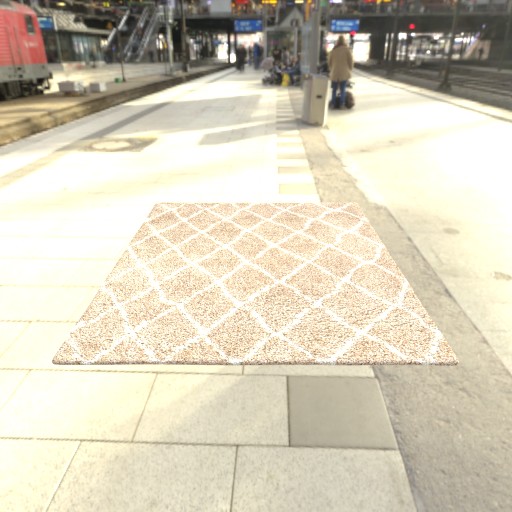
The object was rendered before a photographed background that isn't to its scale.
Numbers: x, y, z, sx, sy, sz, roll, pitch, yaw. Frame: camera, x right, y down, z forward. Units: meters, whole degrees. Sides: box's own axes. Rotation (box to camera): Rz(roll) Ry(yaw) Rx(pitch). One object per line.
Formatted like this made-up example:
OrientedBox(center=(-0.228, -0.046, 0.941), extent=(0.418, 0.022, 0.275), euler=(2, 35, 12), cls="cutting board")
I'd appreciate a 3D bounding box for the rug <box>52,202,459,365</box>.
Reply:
OrientedBox(center=(0.000, 0.000, 4.010), extent=(2.438, 0.029, 3.047), euler=(0, 25, 0), cls="rug")
